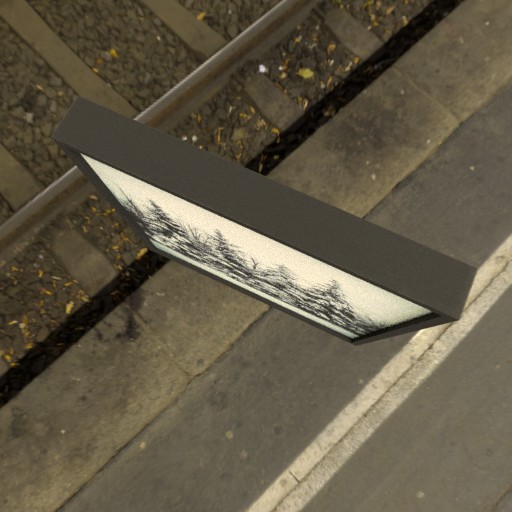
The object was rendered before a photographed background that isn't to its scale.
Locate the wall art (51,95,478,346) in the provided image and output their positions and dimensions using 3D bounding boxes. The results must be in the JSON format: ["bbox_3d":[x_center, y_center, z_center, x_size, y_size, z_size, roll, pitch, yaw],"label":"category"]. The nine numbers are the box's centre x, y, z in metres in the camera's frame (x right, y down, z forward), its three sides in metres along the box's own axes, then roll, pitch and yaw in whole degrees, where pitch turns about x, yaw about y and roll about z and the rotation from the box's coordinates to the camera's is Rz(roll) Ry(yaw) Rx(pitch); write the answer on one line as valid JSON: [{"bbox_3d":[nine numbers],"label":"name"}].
[{"bbox_3d":[0.000,0.000,0.451,0.305,0.305,0.037,24,77,6],"label":"wall art"}]
